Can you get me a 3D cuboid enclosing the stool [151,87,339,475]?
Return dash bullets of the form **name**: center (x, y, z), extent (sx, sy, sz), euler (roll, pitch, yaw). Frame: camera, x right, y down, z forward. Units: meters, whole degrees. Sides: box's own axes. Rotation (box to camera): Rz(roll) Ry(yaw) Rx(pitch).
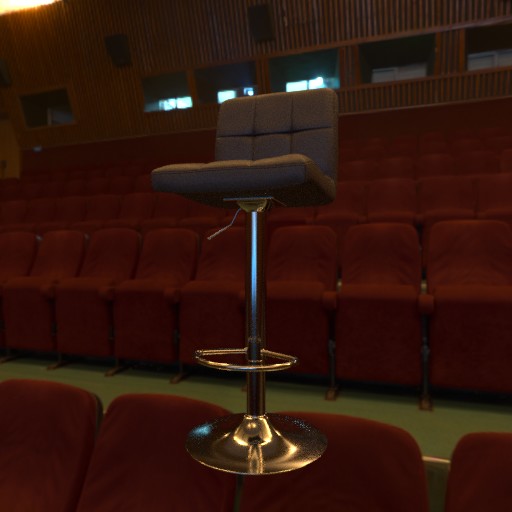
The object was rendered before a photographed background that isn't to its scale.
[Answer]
- **stool**: center (0.000, 0.000, 1.328), extent (0.430, 1.115, 0.505), euler (0, 1, 19)
